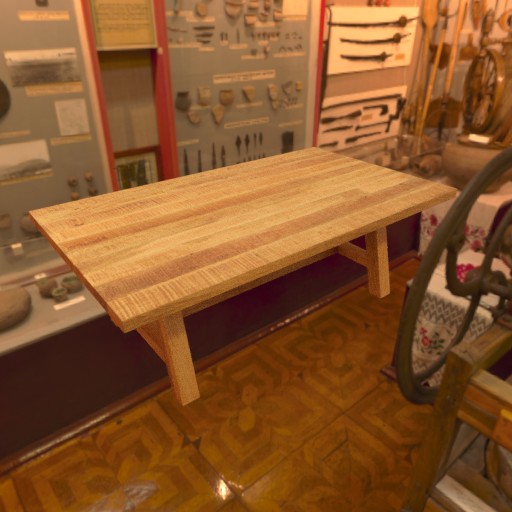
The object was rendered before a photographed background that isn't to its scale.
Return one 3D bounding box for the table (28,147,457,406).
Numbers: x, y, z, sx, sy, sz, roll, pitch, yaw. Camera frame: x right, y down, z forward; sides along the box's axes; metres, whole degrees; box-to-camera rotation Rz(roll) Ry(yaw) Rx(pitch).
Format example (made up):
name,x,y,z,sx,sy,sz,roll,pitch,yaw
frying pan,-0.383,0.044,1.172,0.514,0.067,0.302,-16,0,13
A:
name,x,y,z,sx,sy,sz,roll,pitch,yaw
table,0.000,0.000,1.671,1.320,0.455,0.760,-21,35,-33
